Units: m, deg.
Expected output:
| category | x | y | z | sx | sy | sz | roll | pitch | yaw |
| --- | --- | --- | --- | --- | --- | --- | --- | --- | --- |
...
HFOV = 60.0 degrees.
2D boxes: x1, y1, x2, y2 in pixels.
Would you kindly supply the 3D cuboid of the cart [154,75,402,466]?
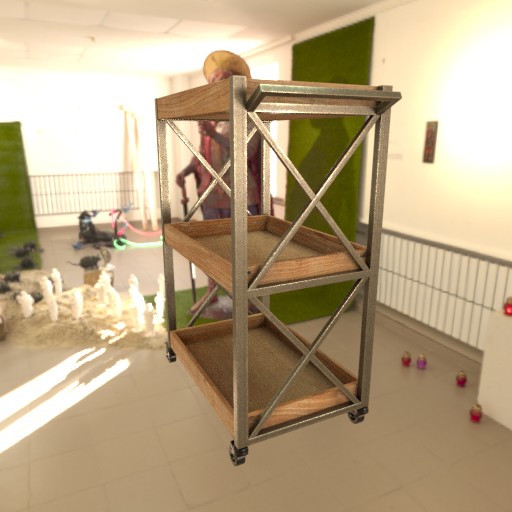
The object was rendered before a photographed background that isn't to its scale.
| category | x | y | z | sx | sy | sz | roll | pitch | yaw |
| --- | --- | --- | --- | --- | --- | --- | --- | --- | --- |
| cart | 0.000 | 0.000 | 1.205 | 0.377 | 0.835 | 0.673 | -7 | 17 | -26 |
